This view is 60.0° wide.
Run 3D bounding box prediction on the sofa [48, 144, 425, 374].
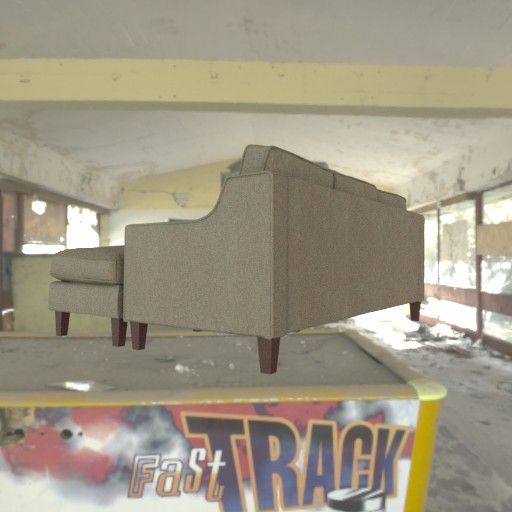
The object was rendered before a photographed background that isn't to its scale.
[{"bbox_3d":[0.000,0.000,3.363,1.858,1.081,2.317,0,-1,36],"label":"sofa"}]
